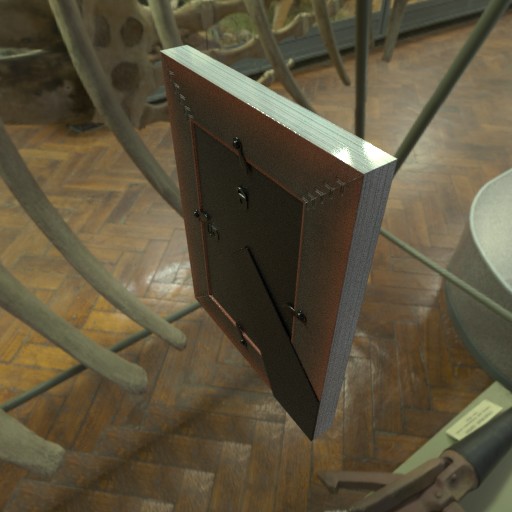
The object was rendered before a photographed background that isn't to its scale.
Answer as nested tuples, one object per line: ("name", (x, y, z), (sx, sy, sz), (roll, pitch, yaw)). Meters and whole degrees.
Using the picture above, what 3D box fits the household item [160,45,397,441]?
("household item", (0.000, 0.000, 0.289), (0.025, 0.216, 0.165), (-26, 49, -25))
